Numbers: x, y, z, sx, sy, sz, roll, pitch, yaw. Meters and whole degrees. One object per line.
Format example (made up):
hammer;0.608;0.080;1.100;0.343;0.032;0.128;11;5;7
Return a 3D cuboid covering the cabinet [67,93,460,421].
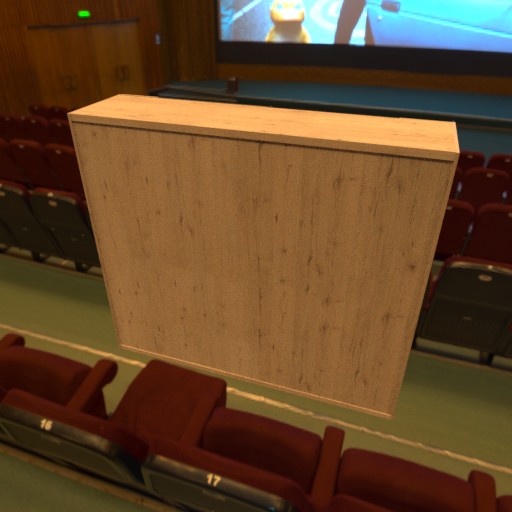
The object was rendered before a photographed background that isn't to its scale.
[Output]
cabinet;0.000;0.000;3.526;2.500;2.180;0.660;10;33;16
